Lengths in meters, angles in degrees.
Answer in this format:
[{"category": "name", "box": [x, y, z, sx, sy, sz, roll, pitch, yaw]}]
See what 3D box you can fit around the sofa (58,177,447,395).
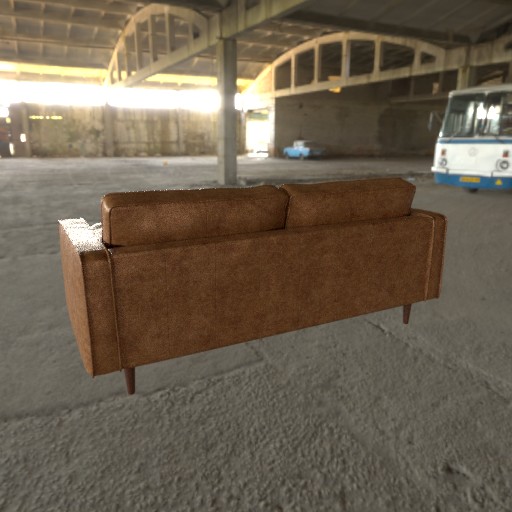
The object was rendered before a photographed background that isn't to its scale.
[{"category": "sofa", "box": [0.000, 0.000, 2.422, 1.920, 0.825, 0.924, -8, 17, -27]}]
